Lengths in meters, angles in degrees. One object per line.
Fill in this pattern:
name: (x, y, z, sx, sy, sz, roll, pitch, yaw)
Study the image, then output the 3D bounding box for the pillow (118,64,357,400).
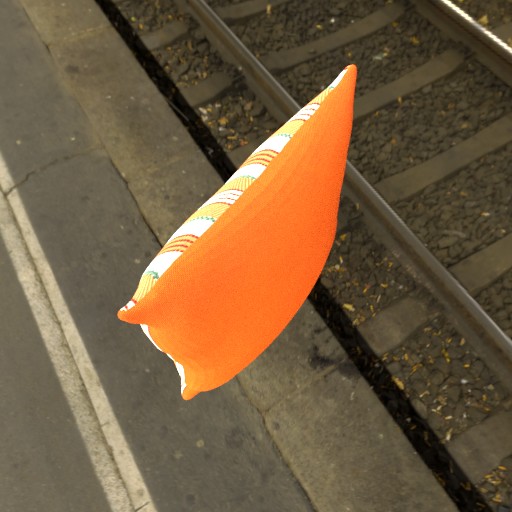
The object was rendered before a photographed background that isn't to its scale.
pillow: (0.000, 0.000, 0.689, 0.182, 0.441, 0.440, 34, 67, 16)
